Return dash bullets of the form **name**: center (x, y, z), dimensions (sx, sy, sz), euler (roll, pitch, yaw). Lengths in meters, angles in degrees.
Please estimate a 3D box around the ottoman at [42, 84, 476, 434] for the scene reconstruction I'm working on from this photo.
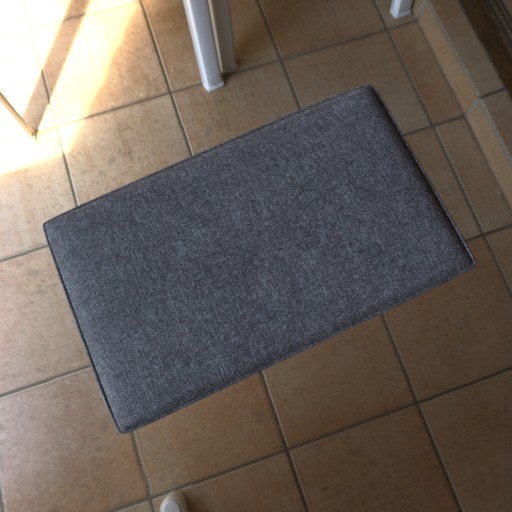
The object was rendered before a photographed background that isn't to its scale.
- **ottoman**: center (0.000, 0.000, 1.537), dimensions (1.184, 0.487, 0.717), euler (-24, 78, -5)
